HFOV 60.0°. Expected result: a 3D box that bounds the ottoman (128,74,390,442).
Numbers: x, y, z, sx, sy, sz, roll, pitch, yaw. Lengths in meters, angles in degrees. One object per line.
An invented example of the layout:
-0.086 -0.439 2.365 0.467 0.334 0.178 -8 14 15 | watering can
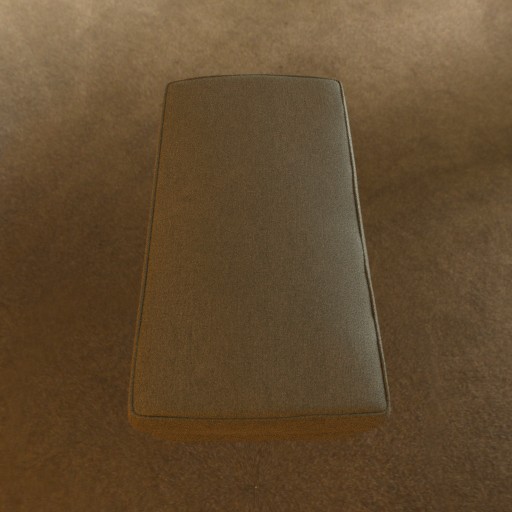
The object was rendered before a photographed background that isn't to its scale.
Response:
0.000 0.000 1.123 0.490 0.448 0.864 -1 62 0 | ottoman
